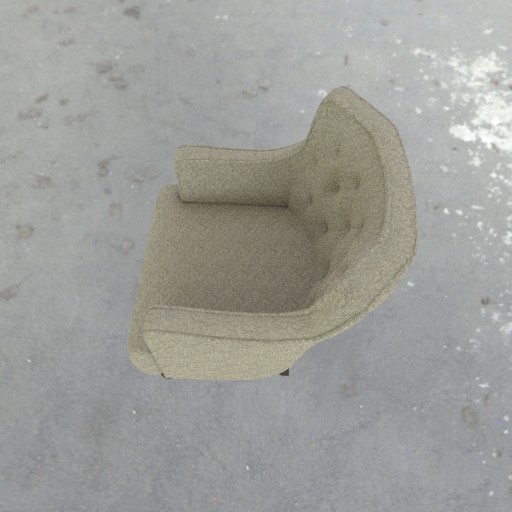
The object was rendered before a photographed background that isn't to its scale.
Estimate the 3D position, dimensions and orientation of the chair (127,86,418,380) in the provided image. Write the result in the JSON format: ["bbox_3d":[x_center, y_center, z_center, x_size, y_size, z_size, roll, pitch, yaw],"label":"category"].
[{"bbox_3d":[0.000,0.000,1.679,0.910,0.920,0.820,2,59,1],"label":"chair"}]
